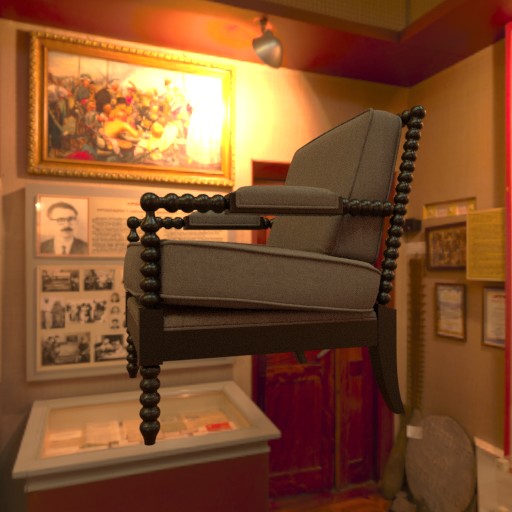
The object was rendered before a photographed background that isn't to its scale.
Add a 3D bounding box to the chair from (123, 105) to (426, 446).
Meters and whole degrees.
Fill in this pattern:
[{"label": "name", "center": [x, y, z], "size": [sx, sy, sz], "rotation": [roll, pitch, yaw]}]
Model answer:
[{"label": "chair", "center": [0.000, 0.000, 1.087], "size": [0.622, 0.661, 0.540], "rotation": [0, 0, -19]}]
